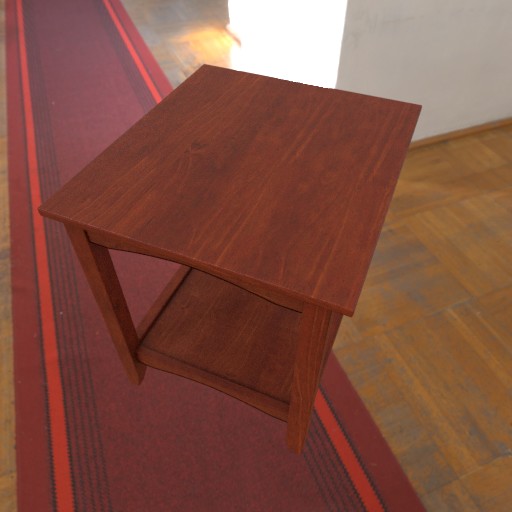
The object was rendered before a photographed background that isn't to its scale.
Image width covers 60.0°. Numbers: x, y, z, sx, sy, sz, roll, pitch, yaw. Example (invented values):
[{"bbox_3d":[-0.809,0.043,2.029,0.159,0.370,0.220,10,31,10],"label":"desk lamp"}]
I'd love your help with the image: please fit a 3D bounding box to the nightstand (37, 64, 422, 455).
[{"bbox_3d":[0.000,0.000,0.996,0.501,0.558,0.558,17,49,15],"label":"nightstand"}]
